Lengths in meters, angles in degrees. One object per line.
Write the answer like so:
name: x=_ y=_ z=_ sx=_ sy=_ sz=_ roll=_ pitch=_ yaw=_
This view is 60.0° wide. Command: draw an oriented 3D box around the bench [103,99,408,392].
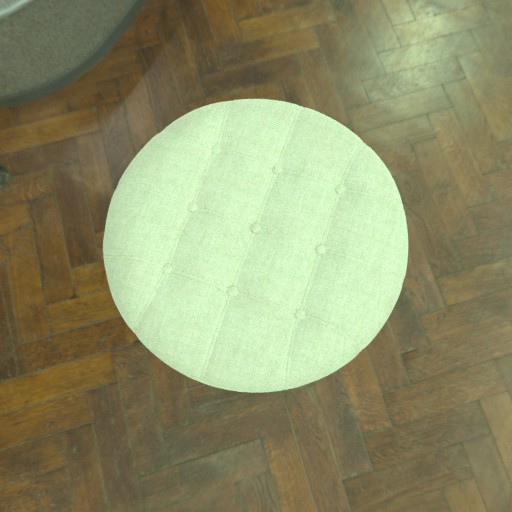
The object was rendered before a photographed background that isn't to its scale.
bench: x=0.000 y=0.000 z=1.036 sx=0.600 sy=0.453 sz=0.600 roll=0 pitch=75 yaw=0
